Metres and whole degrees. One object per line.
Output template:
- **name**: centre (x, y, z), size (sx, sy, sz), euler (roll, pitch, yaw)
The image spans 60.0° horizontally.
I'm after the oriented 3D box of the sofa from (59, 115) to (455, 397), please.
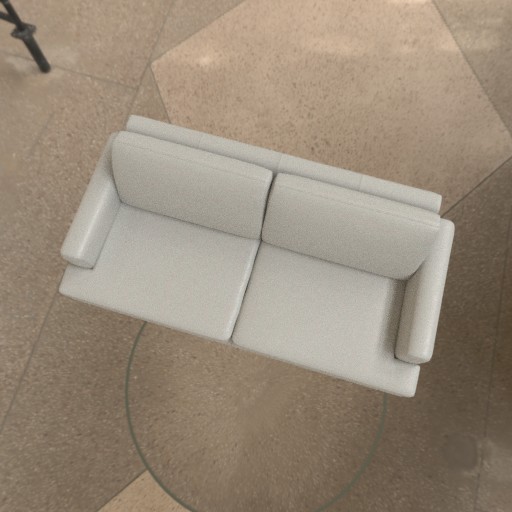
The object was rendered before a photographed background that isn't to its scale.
- **sofa**: centre (0.000, 0.000, 2.393), size (1.940, 0.765, 0.974), euler (16, 75, 4)
